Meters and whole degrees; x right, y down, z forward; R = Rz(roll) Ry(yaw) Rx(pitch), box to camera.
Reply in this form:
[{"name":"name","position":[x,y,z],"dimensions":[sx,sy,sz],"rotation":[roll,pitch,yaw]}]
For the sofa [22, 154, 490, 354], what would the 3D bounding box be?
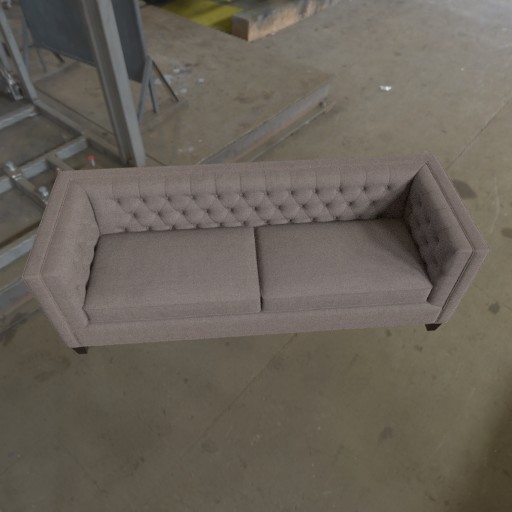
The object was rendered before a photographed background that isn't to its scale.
[{"name":"sofa","position":[0.000,0.000,2.556],"dimensions":[2.159,0.762,0.775],"rotation":[-3,49,-3]}]
